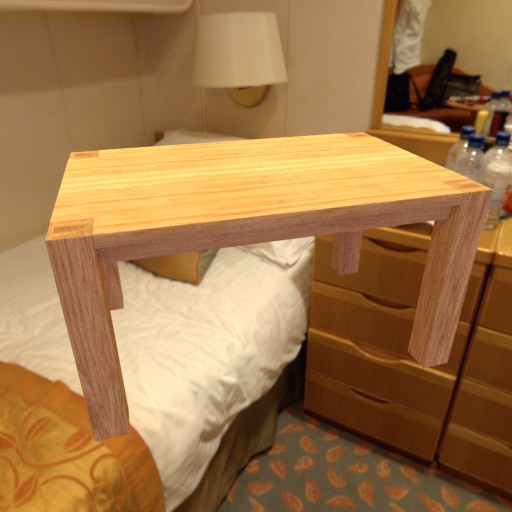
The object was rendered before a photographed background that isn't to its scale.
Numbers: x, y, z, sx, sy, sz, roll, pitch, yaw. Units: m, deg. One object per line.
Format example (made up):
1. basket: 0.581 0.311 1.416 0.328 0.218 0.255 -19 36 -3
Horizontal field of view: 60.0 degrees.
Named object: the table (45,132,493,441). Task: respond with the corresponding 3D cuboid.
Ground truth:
1. table: 0.000 0.000 1.876 1.400 0.760 0.900 -8 29 -14
